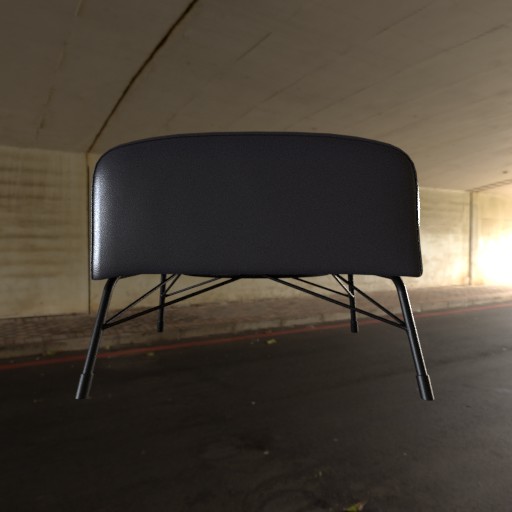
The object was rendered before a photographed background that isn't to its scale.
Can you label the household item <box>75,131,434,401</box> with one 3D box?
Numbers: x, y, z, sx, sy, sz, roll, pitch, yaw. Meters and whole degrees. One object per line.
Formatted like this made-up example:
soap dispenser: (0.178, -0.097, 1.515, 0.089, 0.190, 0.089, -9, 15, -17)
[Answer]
household item: (0.000, 0.000, 0.907, 0.530, 0.410, 0.530, 0, 1, 1)
